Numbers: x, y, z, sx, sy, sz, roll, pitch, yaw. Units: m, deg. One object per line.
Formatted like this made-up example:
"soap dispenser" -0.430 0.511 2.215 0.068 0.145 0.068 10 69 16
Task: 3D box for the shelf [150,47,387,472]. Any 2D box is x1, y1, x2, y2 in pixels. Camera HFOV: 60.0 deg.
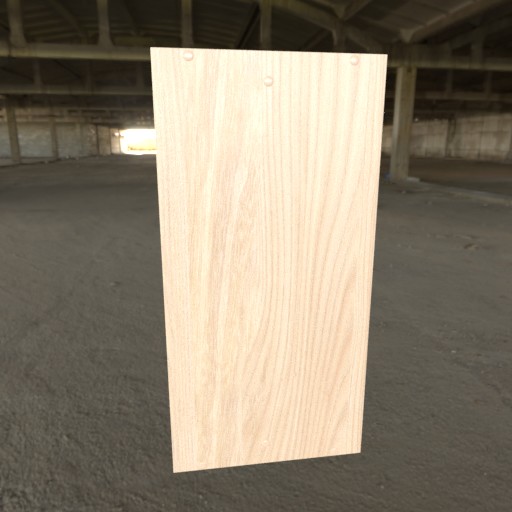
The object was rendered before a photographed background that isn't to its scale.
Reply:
"shelf" 0.000 0.000 0.757 0.297 0.594 0.290 -2 15 -8
